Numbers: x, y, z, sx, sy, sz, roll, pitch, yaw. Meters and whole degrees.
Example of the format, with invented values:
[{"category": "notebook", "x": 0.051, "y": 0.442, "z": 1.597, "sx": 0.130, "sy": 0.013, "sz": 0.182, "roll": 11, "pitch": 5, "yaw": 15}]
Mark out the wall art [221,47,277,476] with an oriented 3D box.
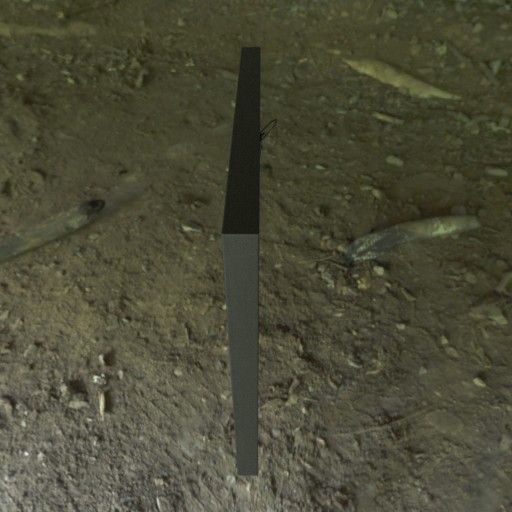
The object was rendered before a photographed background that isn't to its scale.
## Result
[{"category": "wall art", "x": 0.000, "y": 0.000, "z": 0.510, "sx": 0.038, "sy": 0.349, "sz": 0.349, "roll": 0, "pitch": 42, "yaw": 0}]
